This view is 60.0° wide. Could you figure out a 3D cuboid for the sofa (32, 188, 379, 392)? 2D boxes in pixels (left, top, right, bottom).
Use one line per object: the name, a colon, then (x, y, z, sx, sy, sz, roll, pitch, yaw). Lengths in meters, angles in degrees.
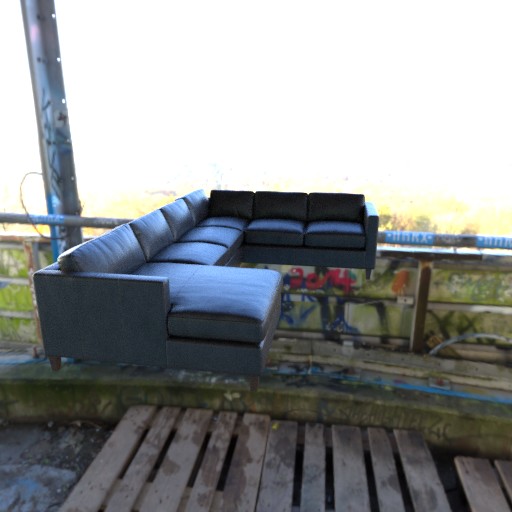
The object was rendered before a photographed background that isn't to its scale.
sofa: (0.000, 0.000, 4.383, 2.452, 0.891, 3.324, 3, 17, 10)
